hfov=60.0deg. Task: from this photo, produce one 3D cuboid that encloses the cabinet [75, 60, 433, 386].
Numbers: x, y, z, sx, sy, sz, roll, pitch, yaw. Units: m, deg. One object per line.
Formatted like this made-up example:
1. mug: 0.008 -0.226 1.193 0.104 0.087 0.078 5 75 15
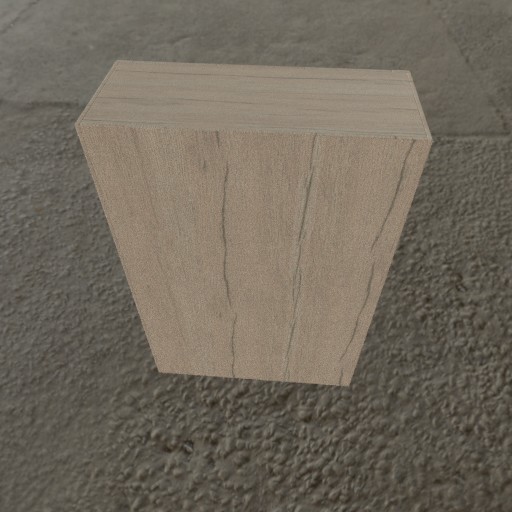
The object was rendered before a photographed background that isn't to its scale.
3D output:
1. cabinet: 0.000 0.000 2.684 1.400 2.070 0.580 3 48 3
